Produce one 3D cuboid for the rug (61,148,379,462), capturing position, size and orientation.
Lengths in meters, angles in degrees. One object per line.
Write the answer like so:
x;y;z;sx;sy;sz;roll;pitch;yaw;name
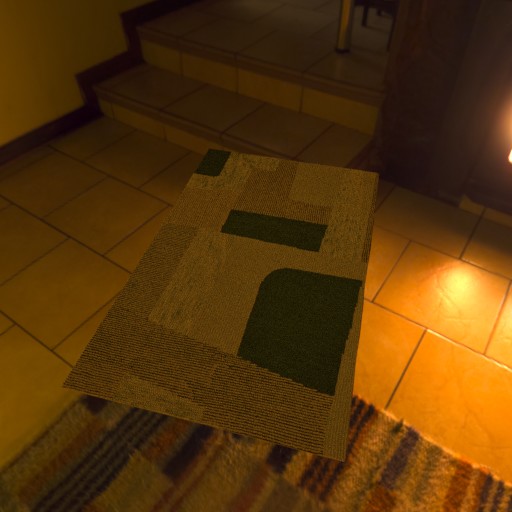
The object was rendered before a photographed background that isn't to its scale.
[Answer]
0.000;0.000;3.062;1.521;0.015;2.436;11;46;10;rug
